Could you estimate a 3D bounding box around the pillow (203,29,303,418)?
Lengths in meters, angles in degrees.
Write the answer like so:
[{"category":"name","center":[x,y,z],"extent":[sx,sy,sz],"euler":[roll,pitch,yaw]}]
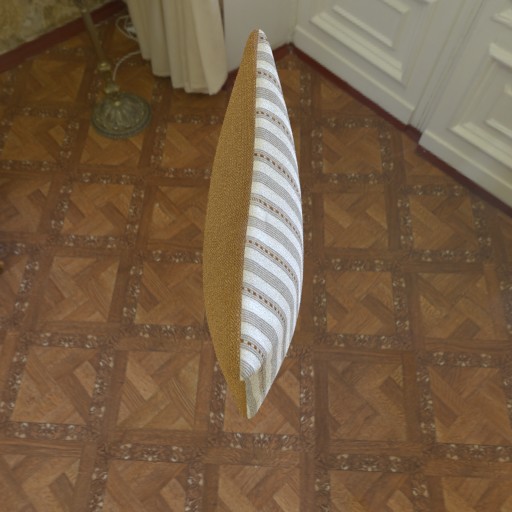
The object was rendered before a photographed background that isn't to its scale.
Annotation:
[{"category":"pillow","center":[0.000,0.000,0.658],"extent":[0.147,0.437,0.432],"euler":[1,65,1]}]
